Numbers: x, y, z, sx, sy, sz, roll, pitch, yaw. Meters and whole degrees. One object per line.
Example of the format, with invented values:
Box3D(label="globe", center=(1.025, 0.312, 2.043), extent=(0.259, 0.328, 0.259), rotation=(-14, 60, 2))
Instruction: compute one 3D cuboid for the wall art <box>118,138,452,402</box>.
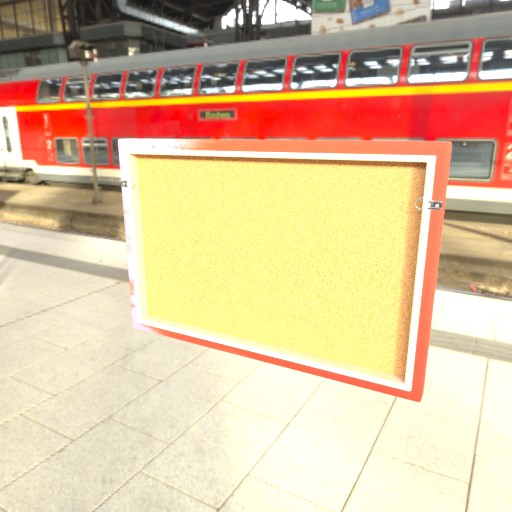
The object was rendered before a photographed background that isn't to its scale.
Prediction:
Box3D(label="wall art", center=(0.000, 0.000, 1.201), extent=(0.913, 0.609, 0.040), rotation=(8, 17, 27))
